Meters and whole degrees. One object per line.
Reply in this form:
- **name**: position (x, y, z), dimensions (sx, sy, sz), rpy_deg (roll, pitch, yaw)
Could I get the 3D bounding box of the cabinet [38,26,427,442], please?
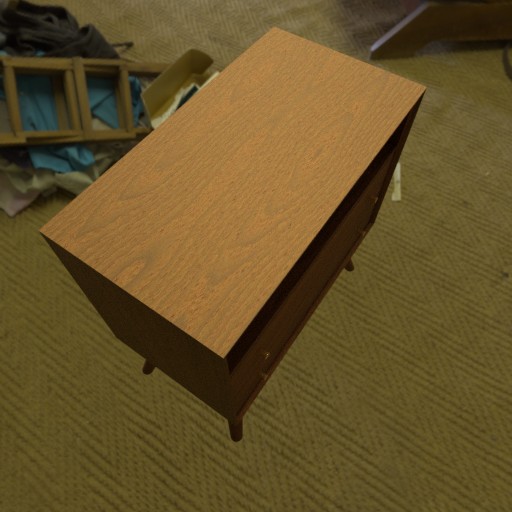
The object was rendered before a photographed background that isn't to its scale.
- **cabinet**: position (0.000, 0.000, 1.147), dimensions (0.388, 0.748, 0.712), rpy_deg (30, 63, 17)
